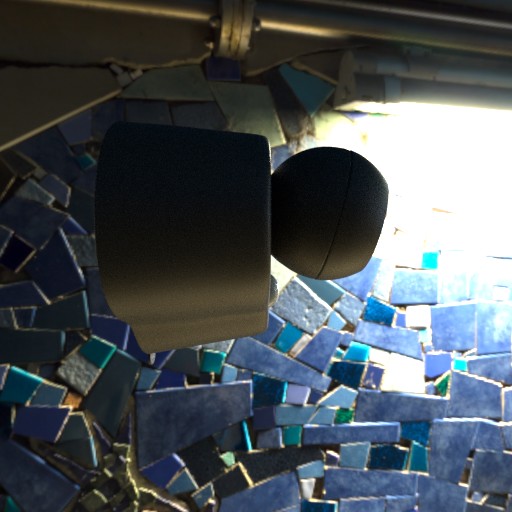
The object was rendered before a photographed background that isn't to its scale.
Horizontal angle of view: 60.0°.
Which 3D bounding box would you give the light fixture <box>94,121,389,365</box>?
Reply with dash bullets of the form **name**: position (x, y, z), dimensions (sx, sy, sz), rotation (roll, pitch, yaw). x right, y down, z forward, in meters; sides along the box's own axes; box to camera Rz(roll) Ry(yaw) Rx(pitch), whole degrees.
- **light fixture**: position (0.000, 0.000, 0.324), dimensions (0.159, 0.159, 0.229), rotation (0, 1, 1)
